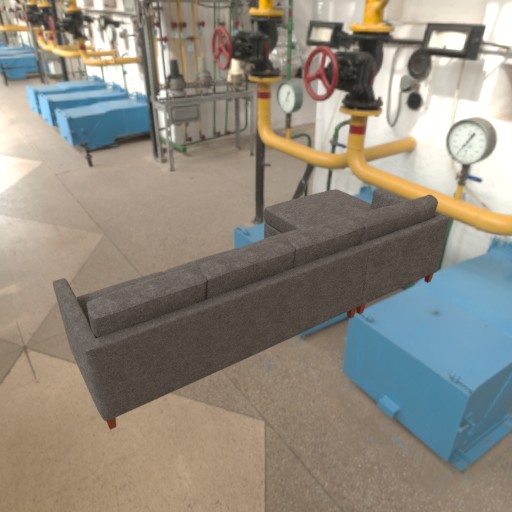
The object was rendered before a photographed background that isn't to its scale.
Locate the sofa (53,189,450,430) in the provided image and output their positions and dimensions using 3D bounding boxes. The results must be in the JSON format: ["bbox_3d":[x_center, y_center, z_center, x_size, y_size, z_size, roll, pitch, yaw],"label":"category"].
[{"bbox_3d":[0.000,0.000,4.139,3.471,0.954,1.606,-18,34,-28],"label":"sofa"}]
